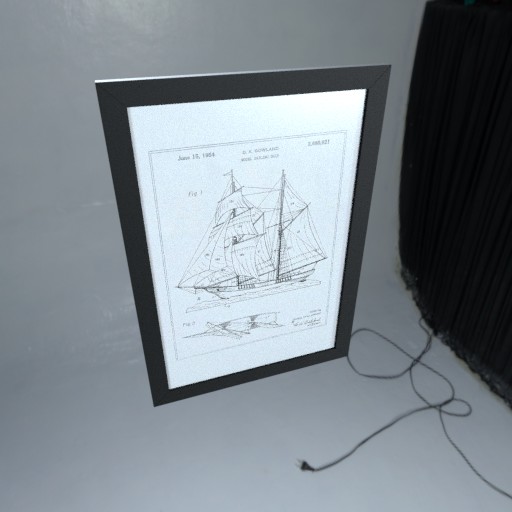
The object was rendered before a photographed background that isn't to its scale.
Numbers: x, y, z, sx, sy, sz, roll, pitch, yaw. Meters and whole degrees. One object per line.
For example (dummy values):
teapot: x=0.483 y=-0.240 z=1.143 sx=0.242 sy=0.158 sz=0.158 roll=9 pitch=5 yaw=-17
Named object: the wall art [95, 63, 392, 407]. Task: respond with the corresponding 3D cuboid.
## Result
wall art: x=0.000 y=0.000 z=0.590 sx=0.326 sy=0.459 sz=0.011 roll=-10 pitch=33 yaw=-16
